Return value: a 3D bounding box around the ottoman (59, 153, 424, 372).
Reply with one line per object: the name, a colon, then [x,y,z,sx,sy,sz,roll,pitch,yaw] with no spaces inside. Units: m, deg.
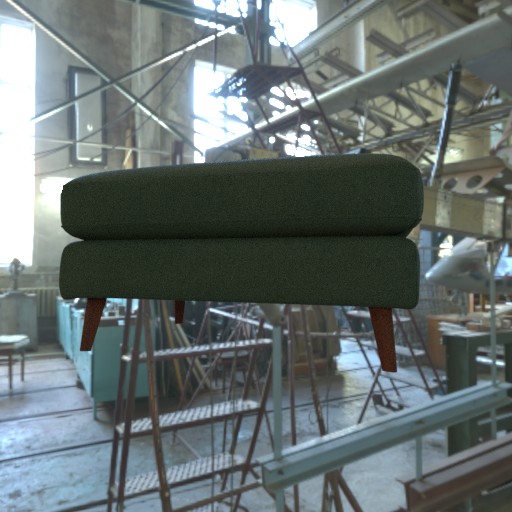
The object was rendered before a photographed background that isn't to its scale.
ottoman: [0.000,0.000,1.178,0.811,0.449,0.608,0,-1,17]
